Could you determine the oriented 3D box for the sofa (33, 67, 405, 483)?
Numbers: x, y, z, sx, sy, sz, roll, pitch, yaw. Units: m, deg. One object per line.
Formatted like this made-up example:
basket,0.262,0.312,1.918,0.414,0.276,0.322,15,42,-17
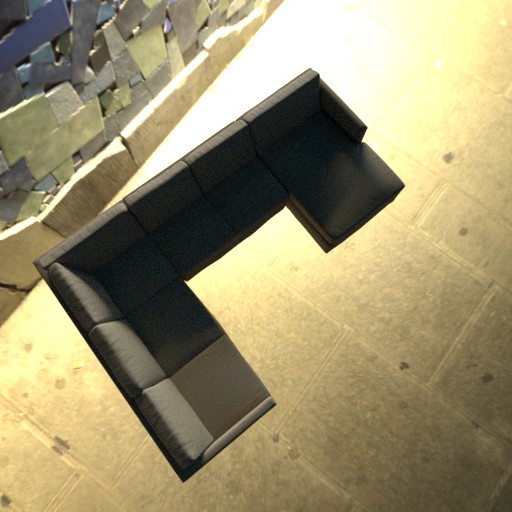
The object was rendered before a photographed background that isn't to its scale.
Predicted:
sofa,0.000,0.000,4.419,3.460,0.882,2.427,-38,78,-9
